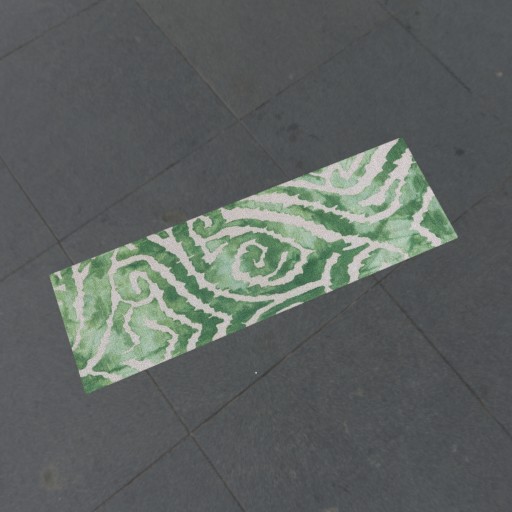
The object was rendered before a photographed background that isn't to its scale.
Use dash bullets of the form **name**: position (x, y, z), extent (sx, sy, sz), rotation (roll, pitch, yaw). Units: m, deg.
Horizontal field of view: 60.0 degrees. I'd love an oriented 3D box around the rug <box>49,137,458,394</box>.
- **rug**: position (0.000, 0.000, 2.757), extent (2.438, 0.006, 0.761), rotation (-22, 76, -6)
